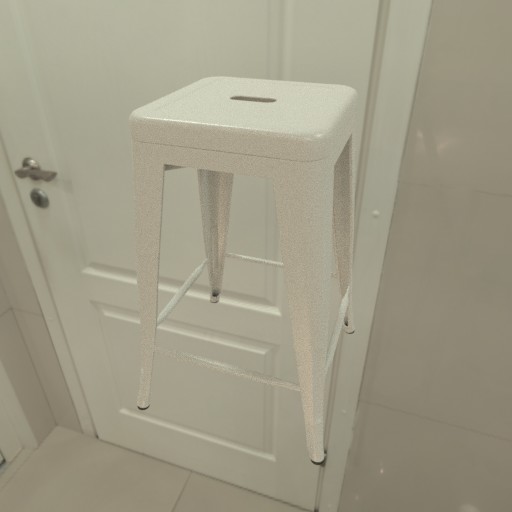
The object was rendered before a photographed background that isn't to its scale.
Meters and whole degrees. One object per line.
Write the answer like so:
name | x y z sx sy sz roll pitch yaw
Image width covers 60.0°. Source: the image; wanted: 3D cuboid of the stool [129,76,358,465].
stool | 0.000 0.000 0.884 0.406 0.610 0.406 11 34 16
